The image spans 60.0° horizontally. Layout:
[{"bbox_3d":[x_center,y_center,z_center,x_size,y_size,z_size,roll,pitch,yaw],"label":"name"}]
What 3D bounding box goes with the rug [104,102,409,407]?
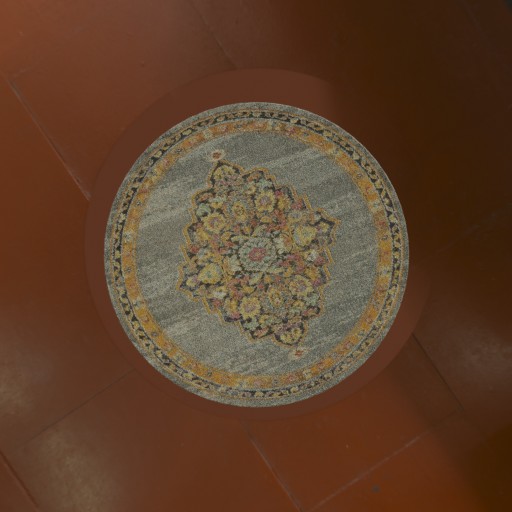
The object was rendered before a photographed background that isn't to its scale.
[{"bbox_3d":[0.000,0.000,2.323,1.598,0.010,1.598,0,91,0],"label":"rug"}]
